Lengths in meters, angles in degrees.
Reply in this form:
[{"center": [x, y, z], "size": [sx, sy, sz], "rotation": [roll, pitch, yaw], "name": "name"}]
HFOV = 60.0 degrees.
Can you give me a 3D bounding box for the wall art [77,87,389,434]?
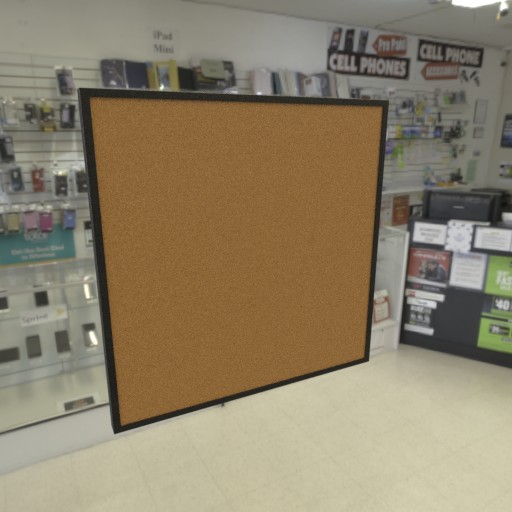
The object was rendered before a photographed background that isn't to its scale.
[{"center": [0.000, 0.000, 1.116], "size": [0.763, 0.763, 0.039], "rotation": [-8, 17, -26], "name": "wall art"}]
